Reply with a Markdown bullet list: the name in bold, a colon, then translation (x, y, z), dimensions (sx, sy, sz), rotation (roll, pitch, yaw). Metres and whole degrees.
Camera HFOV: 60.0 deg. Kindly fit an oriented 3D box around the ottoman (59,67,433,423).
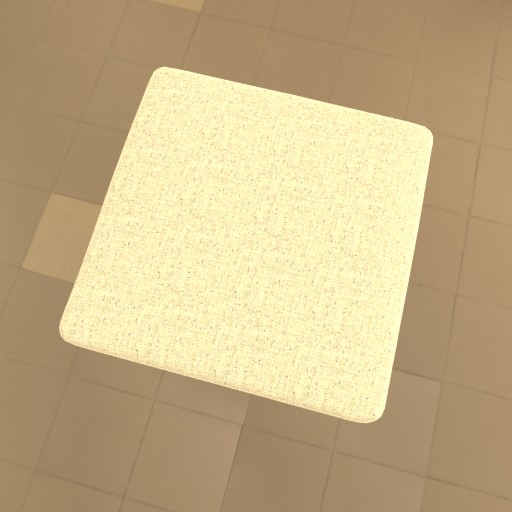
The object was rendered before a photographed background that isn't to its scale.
- **ottoman**: translation (0.000, 0.000, 0.904), dimensions (0.521, 0.453, 0.512), rotation (14, 76, 4)
